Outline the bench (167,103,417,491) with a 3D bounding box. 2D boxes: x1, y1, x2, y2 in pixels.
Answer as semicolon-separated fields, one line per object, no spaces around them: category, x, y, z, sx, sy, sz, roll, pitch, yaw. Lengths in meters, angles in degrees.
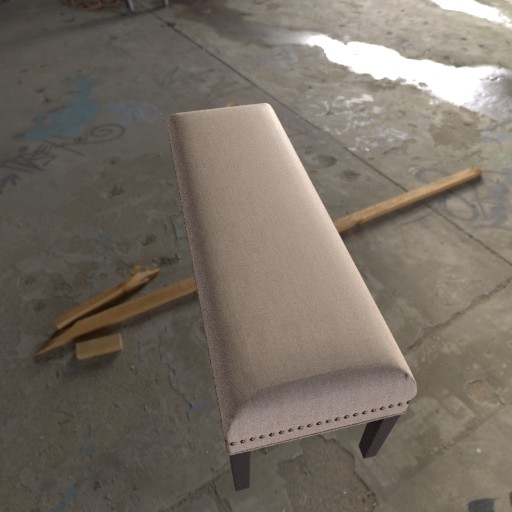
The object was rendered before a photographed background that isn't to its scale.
bench;0.000;0.000;1.413;0.410;0.457;1.219;-10;47;-9
